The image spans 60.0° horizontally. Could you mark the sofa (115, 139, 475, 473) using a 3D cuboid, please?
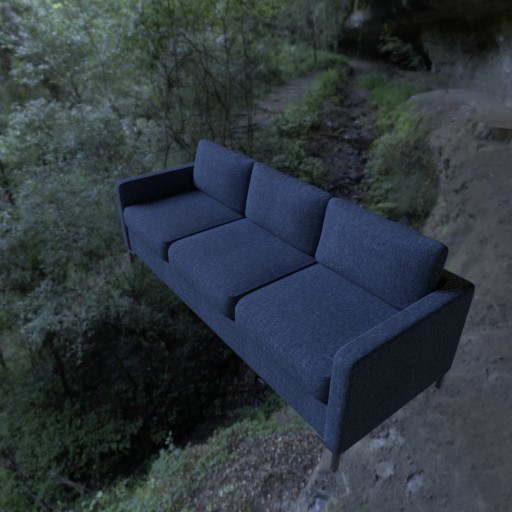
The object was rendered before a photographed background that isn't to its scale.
[{"bbox_3d":[0.000,0.000,2.656,0.859,0.874,2.218,-21,37,-31],"label":"sofa"}]
